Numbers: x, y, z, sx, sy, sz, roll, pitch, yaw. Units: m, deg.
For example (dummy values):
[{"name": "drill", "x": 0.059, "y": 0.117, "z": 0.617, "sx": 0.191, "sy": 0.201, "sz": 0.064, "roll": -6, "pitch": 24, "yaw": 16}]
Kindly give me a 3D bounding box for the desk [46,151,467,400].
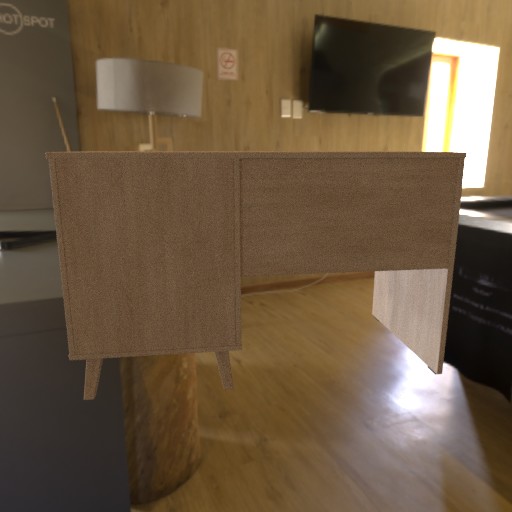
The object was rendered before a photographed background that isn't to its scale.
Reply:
[{"name": "desk", "x": 0.000, "y": 0.000, "z": 1.680, "sx": 1.251, "sy": 0.770, "sz": 0.600, "roll": -2, "pitch": 14, "yaw": -8}]
